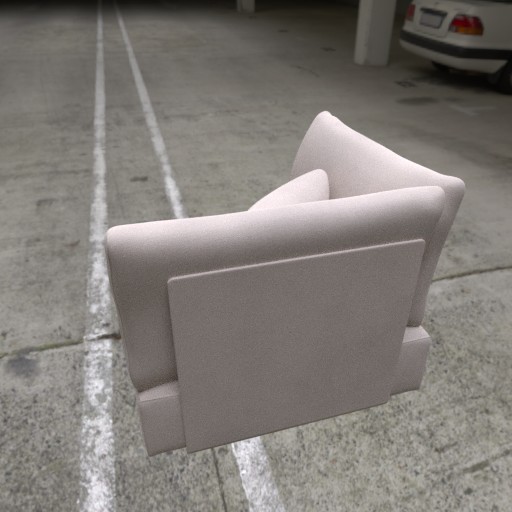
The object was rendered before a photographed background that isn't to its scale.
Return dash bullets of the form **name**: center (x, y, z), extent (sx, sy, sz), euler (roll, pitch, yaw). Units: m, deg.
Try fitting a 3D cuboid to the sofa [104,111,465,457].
- **sofa**: center (0.000, 0.000, 1.675), extent (1.000, 0.820, 1.000), euler (-9, 32, -14)
